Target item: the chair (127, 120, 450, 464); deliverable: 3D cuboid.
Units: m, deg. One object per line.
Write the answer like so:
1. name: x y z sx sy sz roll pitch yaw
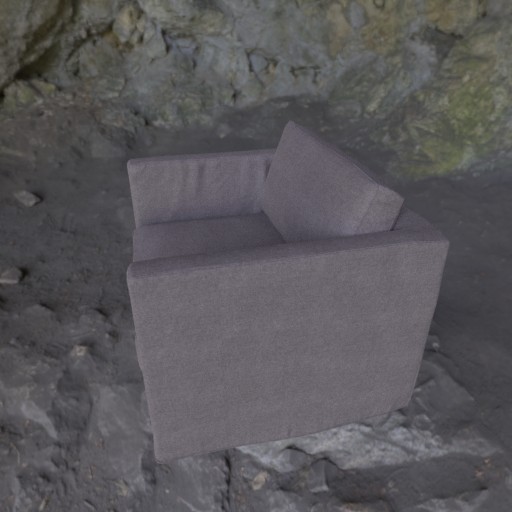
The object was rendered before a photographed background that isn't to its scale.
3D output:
1. chair: 0.000 0.000 1.749 0.949 0.863 1.057 -7 30 -12
